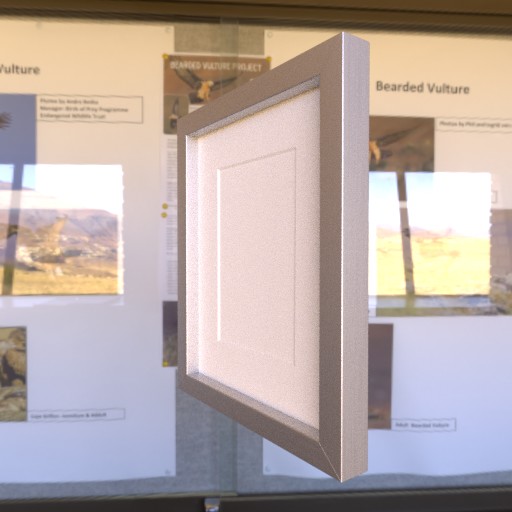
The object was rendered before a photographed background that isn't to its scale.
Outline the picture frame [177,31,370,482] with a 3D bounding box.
[{"bbox_3d":[0.000,0.000,0.381,0.036,0.282,0.233,-1,1,-36],"label":"picture frame"}]
